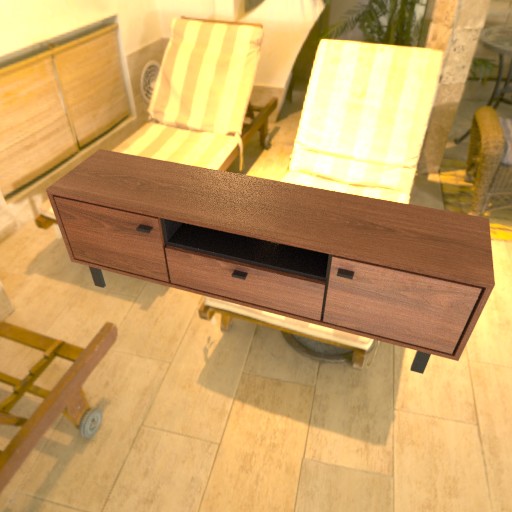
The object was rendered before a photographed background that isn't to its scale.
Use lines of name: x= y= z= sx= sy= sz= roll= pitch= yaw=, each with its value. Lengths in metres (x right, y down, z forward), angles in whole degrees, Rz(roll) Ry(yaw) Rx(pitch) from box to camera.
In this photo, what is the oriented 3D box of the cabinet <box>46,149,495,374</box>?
cabinet: x=0.000 y=0.000 z=1.831 sx=1.650 sy=0.500 sz=0.400 roll=13 pitch=42 yaw=15
